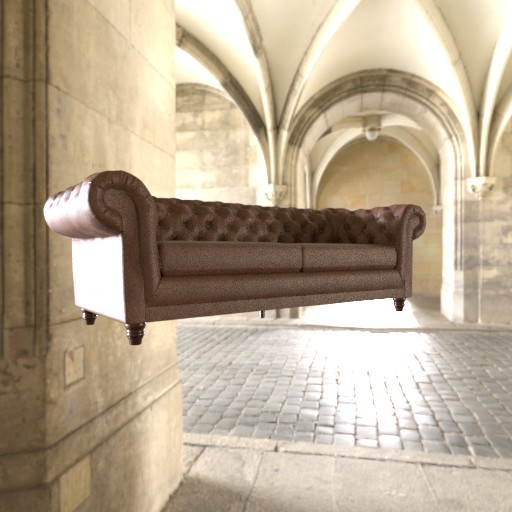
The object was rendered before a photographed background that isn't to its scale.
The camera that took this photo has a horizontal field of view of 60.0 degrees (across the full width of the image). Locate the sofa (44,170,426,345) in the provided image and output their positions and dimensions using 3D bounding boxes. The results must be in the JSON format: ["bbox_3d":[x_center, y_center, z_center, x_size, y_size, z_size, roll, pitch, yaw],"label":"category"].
[{"bbox_3d":[0.000,0.000,2.853,2.385,0.783,0.944,0,0,-36],"label":"sofa"}]
